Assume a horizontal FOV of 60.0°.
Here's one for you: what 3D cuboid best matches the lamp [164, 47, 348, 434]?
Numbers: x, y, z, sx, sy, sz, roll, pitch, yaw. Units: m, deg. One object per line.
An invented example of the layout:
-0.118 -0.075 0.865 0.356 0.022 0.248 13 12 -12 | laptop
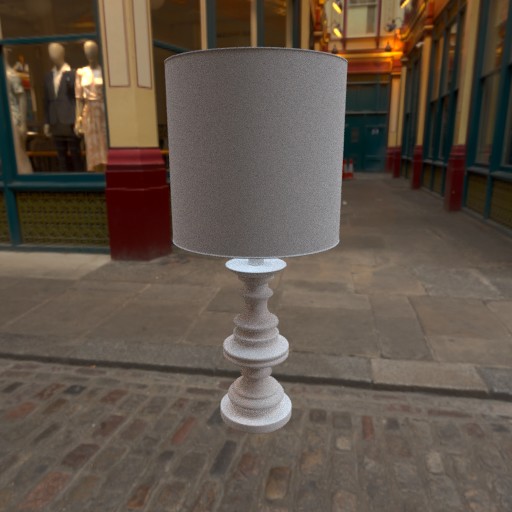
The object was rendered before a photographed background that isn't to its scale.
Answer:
0.000 0.000 0.570 0.208 0.455 0.208 2 15 9 | lamp
